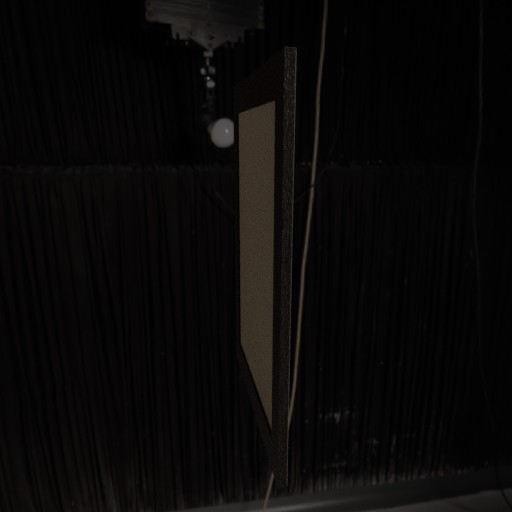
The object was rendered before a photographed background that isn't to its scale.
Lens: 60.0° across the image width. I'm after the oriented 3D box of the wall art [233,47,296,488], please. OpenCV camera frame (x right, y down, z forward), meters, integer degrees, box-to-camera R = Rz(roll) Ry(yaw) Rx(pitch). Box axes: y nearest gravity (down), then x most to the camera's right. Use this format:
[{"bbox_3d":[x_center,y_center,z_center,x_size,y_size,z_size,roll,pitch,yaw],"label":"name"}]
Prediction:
[{"bbox_3d":[0.000,0.000,0.660,0.013,0.508,0.359,-3,15,-10],"label":"wall art"}]
